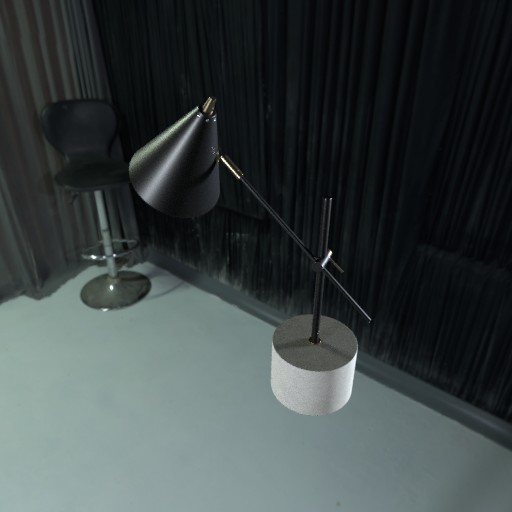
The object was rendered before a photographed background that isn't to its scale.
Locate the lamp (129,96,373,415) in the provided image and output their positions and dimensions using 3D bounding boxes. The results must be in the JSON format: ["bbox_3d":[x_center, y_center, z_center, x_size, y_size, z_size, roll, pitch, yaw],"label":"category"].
[{"bbox_3d":[0.000,0.000,0.741,0.403,0.518,0.214,20,36,30],"label":"lamp"}]
